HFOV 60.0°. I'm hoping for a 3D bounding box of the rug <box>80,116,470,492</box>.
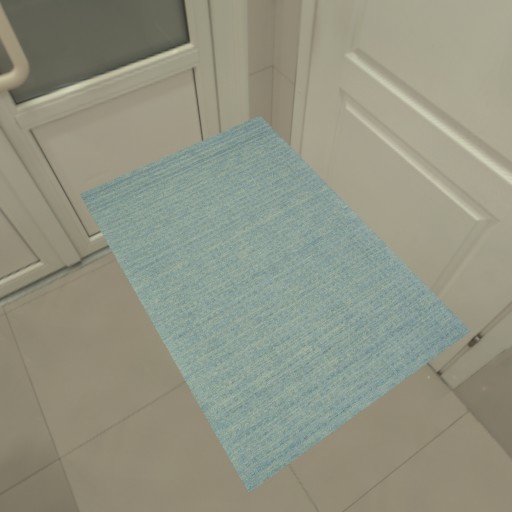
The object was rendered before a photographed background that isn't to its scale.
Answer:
[{"bbox_3d":[0.000,0.000,3.707,1.982,0.006,2.895,-29,62,-17],"label":"rug"}]
